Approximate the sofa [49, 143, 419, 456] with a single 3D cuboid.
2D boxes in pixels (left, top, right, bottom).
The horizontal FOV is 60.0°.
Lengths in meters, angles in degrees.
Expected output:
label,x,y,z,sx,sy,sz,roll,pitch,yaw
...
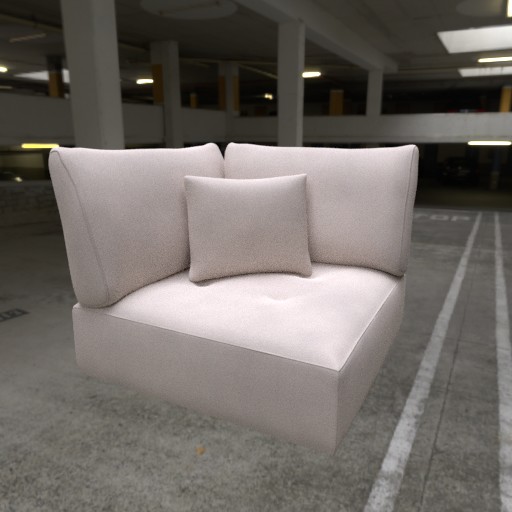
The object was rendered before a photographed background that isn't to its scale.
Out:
label,x,y,z,sx,sy,sz,roll,pitch,yaw
sofa,0.000,0.000,1.682,1.000,0.820,1.000,8,17,27
